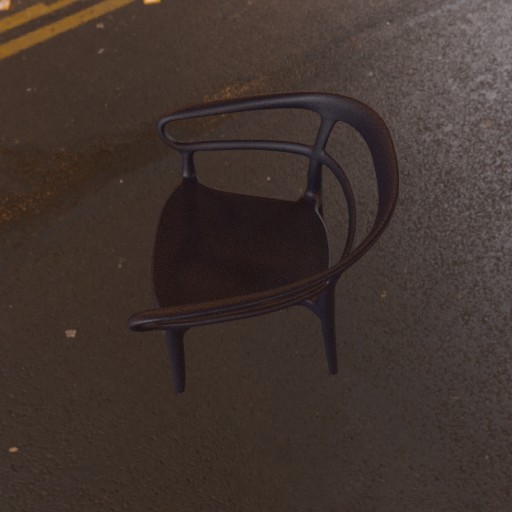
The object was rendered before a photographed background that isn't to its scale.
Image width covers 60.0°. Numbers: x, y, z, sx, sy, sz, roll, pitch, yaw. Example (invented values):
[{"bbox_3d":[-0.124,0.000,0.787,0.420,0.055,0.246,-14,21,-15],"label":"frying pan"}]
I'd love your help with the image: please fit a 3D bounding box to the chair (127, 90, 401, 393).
[{"bbox_3d":[0.000,0.000,1.153,0.527,0.761,0.559,0,60,0],"label":"chair"}]
